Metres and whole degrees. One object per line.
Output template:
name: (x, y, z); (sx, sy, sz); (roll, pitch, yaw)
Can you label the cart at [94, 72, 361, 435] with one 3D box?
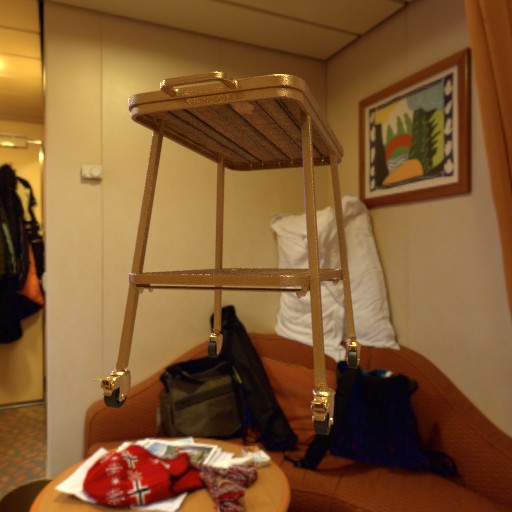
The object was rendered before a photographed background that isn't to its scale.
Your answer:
cart: (0.000, 0.000, 1.234); (0.524, 0.700, 0.806); (0, 0, 19)
